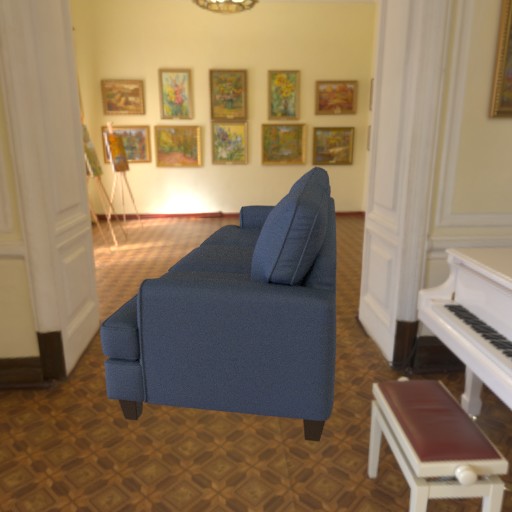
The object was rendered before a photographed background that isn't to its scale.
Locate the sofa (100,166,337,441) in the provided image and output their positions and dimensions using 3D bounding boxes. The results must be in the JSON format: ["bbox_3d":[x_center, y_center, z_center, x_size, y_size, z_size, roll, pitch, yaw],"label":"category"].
[{"bbox_3d":[0.000,0.000,2.692,0.951,0.965,2.158,2,15,9],"label":"sofa"}]
